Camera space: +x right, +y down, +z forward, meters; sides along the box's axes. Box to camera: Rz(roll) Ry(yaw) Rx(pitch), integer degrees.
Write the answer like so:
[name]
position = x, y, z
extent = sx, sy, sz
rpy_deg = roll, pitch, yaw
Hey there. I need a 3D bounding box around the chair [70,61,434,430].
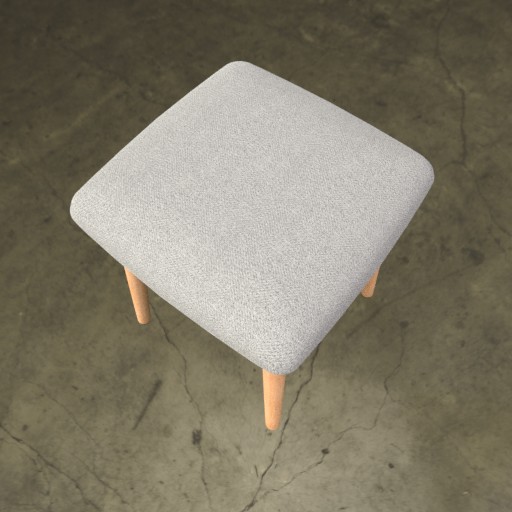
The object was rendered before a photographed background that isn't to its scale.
[chair]
position = 0.000, 0.000, 0.704
extent = 0.350, 0.440, 0.350
rpy_deg = 35, 68, 17
